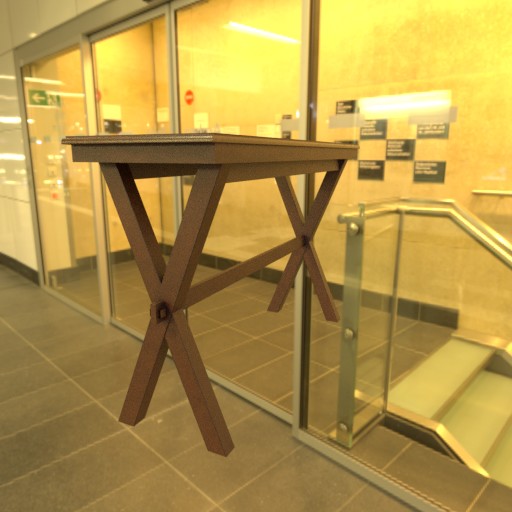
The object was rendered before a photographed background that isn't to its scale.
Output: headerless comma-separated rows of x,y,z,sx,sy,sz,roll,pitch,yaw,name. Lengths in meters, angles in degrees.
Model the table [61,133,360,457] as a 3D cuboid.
0.000,0.000,1.527,0.399,0.763,1.197,6,14,25,table
